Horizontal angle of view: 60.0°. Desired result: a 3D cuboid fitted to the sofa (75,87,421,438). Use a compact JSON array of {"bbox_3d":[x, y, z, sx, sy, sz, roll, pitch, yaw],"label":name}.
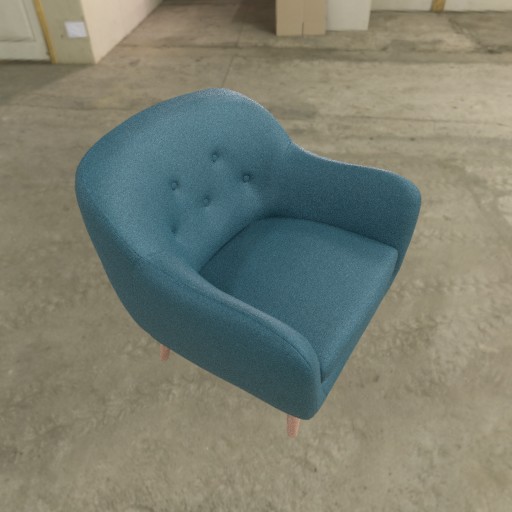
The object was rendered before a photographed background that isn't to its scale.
[{"bbox_3d":[0.000,0.000,1.458,0.825,0.817,0.836,23,46,24],"label":"sofa"}]
